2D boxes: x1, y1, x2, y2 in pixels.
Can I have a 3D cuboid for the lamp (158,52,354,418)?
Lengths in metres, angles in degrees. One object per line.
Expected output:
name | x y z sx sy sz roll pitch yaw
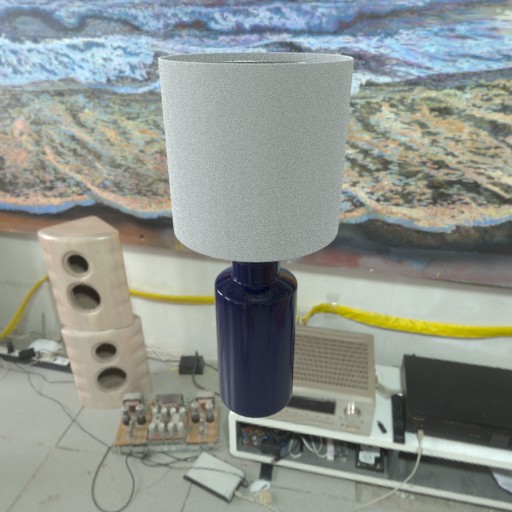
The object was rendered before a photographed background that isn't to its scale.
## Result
lamp | 0.000 0.000 0.601 0.212 0.493 0.212 -8 28 -16
